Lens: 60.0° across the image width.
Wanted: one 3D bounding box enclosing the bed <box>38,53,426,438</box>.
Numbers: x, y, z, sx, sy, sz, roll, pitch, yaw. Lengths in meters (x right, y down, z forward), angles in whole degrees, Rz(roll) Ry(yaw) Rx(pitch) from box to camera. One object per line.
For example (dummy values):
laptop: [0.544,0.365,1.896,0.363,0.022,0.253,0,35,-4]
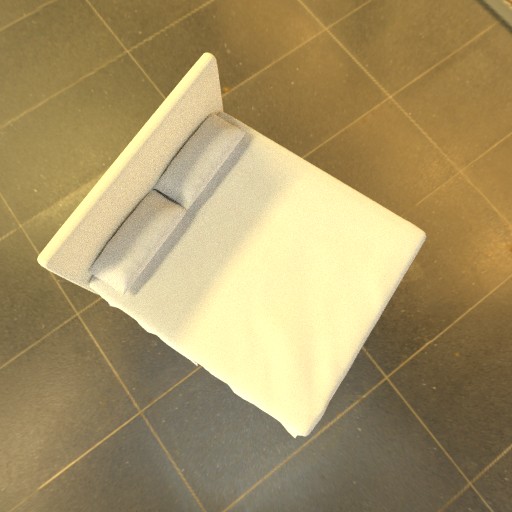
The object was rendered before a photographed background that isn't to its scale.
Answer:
bed: [0.000,0.000,3.698,2.341,1.317,2.119,33,78,8]
